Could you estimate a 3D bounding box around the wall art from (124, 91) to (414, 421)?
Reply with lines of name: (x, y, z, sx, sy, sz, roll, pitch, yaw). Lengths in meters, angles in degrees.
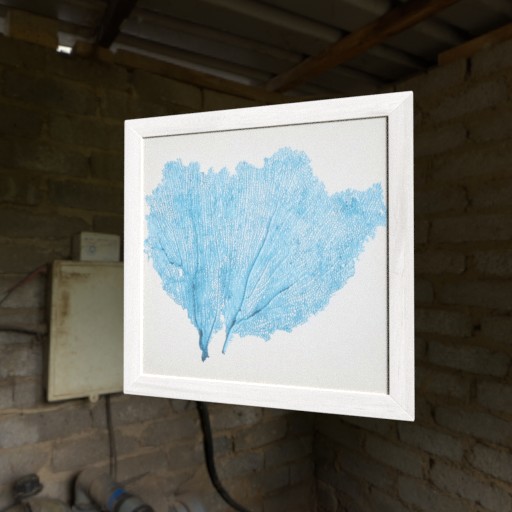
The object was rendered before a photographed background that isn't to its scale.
wall art: (0.000, 0.000, 0.872, 0.584, 0.584, 0.013, 0, -1, 16)
